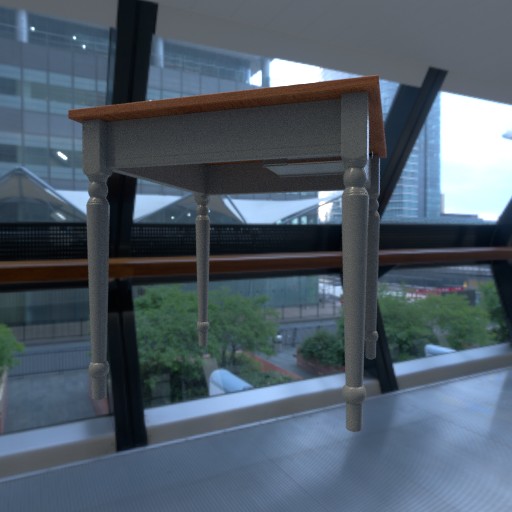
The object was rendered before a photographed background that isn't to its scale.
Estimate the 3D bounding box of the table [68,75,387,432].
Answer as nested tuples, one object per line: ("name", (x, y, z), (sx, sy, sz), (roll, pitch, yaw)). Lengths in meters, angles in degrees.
("table", (0.000, 0.000, 1.355), (0.747, 0.738, 0.747), (0, 1, 18))
